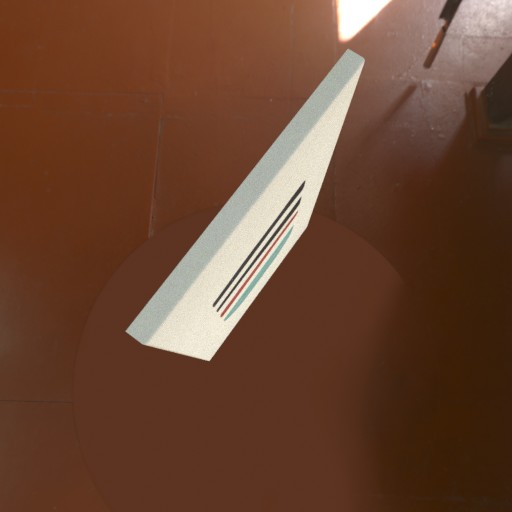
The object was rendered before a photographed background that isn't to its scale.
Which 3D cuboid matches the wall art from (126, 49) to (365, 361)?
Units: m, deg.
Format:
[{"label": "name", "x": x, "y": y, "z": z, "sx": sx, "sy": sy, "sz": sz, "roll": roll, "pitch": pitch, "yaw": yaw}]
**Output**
[{"label": "wall art", "x": 0.000, "y": 0.000, "z": 1.156, "sx": 0.038, "sy": 0.912, "sz": 0.607, "roll": 35, "pitch": 78, "yaw": 9}]
